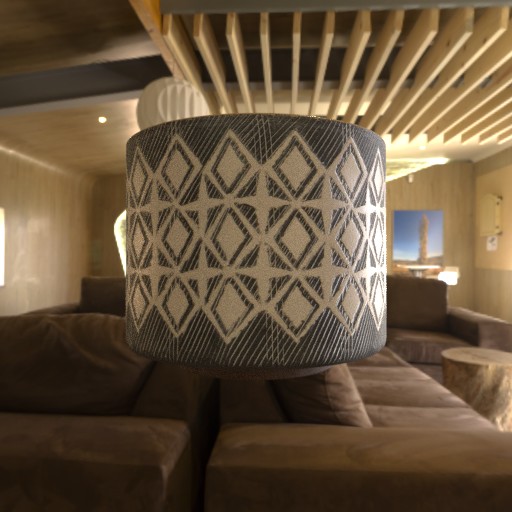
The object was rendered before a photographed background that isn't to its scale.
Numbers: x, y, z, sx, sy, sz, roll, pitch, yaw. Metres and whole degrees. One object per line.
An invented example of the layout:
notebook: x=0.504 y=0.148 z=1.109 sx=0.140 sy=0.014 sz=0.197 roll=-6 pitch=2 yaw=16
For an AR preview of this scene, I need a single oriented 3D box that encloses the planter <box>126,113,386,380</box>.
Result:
planter: x=0.000 y=0.000 z=0.225 sx=0.126 sy=0.104 sz=0.126 roll=0 pitch=0 yaw=0
